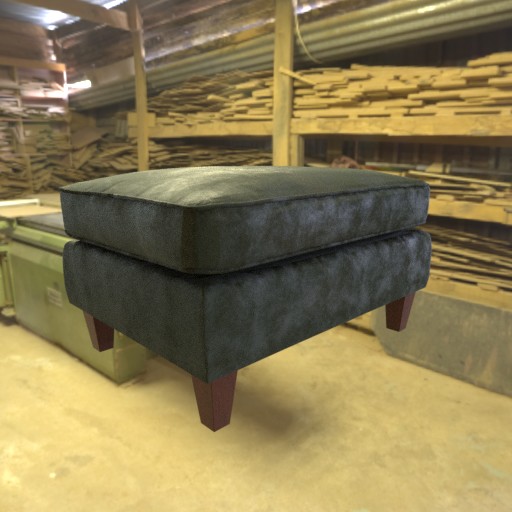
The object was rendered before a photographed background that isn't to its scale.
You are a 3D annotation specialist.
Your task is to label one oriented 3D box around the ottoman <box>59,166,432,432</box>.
[{"bbox_3d":[0.000,0.000,1.250,0.864,0.495,0.632,-12,18,-43],"label":"ottoman"}]
